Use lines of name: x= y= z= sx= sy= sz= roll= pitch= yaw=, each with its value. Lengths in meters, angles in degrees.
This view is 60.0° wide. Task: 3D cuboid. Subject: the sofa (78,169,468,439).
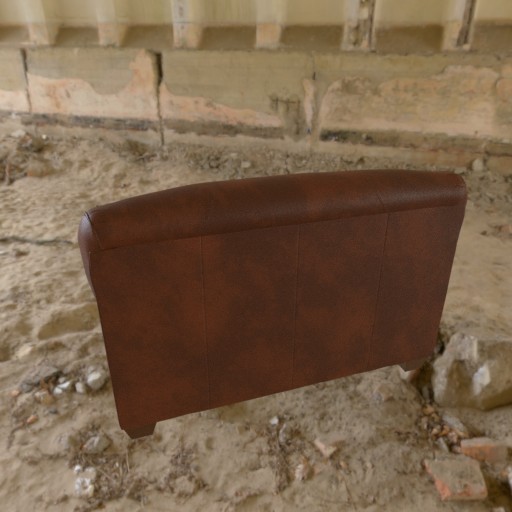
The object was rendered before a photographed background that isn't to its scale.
sofa: x=0.000 y=0.000 z=2.048 sx=1.413 sy=0.956 sz=1.000 roll=-8 pitch=27 yaw=-17
